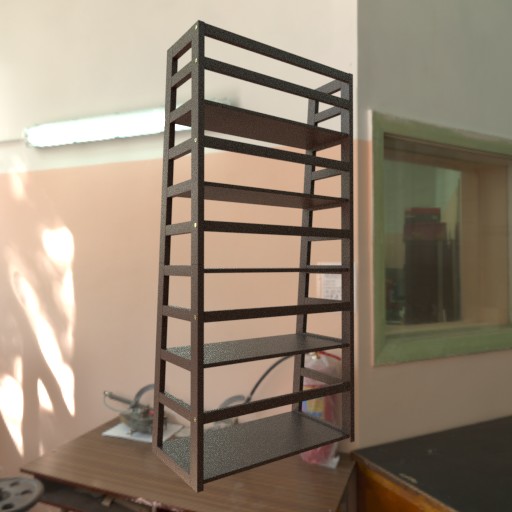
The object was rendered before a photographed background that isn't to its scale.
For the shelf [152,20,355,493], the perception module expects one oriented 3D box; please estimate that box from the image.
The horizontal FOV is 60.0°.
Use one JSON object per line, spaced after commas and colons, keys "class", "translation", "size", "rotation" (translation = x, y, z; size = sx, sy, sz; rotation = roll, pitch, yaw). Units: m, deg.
{"class": "shelf", "translation": [0.000, 0.000, 1.880], "size": [0.763, 1.600, 0.403], "rotation": [1, -1, -35]}
